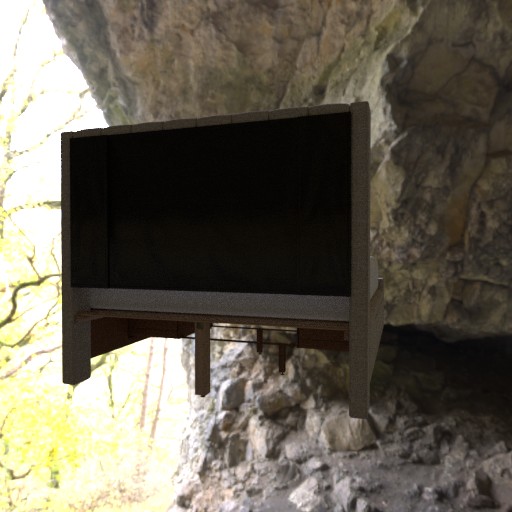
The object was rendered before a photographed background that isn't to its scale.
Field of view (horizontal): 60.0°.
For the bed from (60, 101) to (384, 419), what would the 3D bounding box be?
[{"bbox_3d":[0.000,0.000,3.822,2.044,1.748,2.372,0,1,18],"label":"bed"}]
